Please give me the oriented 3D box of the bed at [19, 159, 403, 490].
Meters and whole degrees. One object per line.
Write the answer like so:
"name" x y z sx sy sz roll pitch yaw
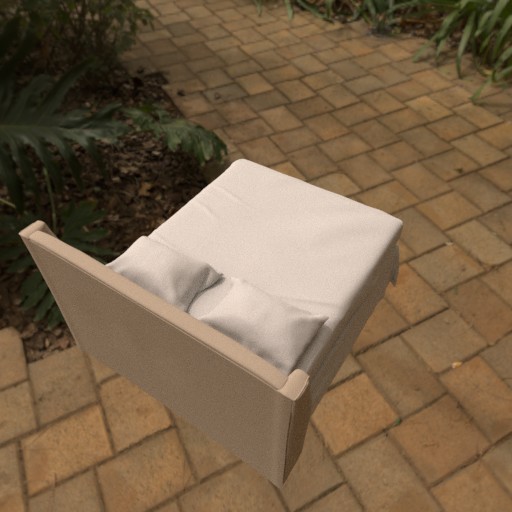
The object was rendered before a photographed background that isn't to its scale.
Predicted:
"bed" 0.000 0.000 3.372 1.925 1.332 2.276 26 52 22
